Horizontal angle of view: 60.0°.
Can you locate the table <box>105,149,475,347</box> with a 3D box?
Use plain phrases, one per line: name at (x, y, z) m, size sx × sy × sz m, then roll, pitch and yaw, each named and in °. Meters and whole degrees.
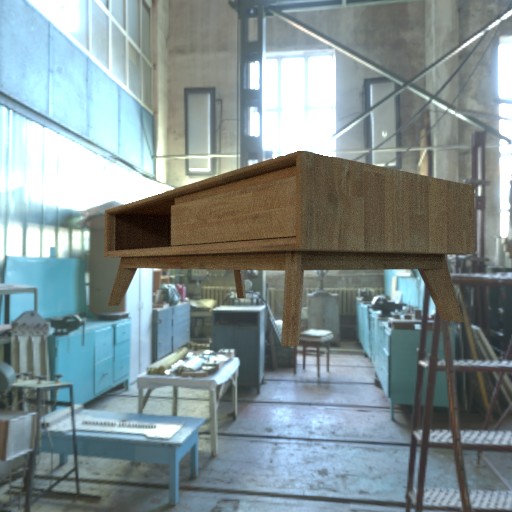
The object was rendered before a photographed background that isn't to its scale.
table at (0.000, 0.000, 2.094) m, size 0.918 × 0.531 × 1.619 m, roll 1°, pitch -1°, yaw -37°
